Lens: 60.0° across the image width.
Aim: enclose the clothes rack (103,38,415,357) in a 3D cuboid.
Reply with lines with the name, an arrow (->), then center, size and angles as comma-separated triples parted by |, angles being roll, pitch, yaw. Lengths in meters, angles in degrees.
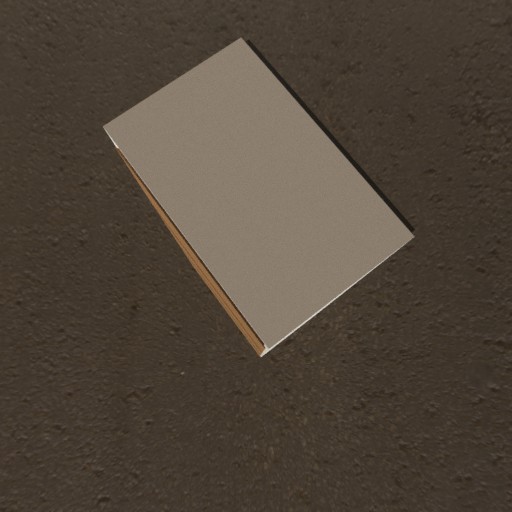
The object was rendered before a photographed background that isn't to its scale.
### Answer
clothes rack -> 0.000, 0.000, 1.364 | 0.330, 1.187, 0.500 | -36, 79, -8
